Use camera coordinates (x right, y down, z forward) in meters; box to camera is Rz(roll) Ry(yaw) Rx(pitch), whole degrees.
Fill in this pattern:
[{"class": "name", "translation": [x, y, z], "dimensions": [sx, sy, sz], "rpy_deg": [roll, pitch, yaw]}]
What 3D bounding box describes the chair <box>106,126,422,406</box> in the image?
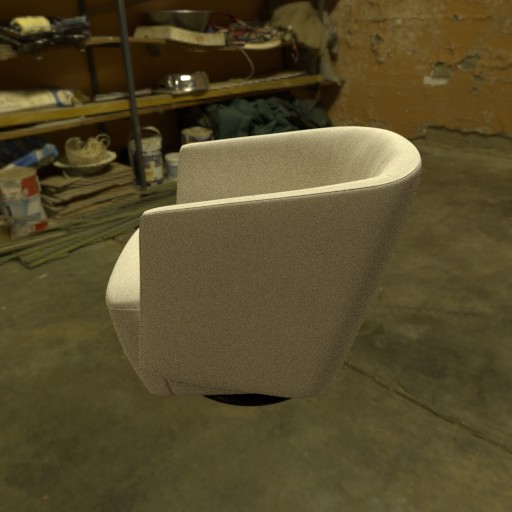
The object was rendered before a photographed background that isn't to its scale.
[{"class": "chair", "translation": [0.000, 0.000, 1.624], "dimensions": [0.986, 0.861, 0.822], "rpy_deg": [0, 27, -1]}]
